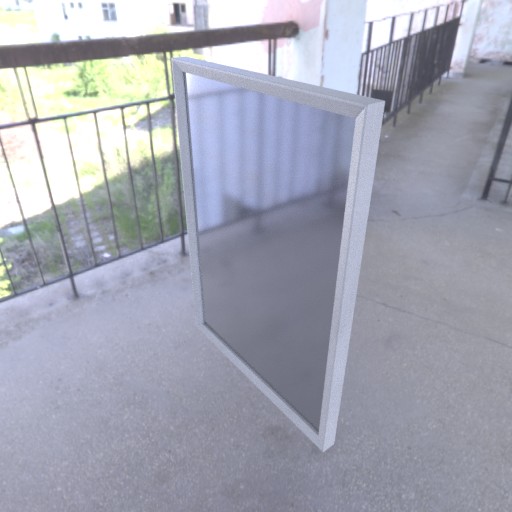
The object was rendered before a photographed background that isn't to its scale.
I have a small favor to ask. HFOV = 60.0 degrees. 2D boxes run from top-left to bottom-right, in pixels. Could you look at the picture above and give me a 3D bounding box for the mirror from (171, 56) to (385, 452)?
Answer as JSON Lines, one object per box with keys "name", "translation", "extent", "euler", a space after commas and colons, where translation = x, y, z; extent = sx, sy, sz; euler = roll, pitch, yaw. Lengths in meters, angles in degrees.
{"name": "mirror", "translation": [0.000, 0.000, 0.924], "extent": [0.039, 0.710, 0.507], "euler": [-22, 38, -32]}
